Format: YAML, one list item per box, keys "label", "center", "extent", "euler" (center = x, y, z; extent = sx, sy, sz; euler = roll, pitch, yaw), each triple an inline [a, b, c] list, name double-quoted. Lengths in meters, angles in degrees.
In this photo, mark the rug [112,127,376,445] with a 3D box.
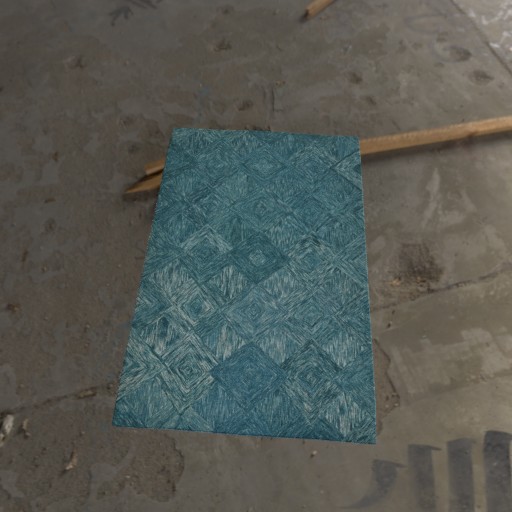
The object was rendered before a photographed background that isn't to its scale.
- label: "rug"
  center: [0.000, 0.000, 2.283]
  extent: [1.136, 0.017, 1.728]
  euler: [3, 62, 2]
